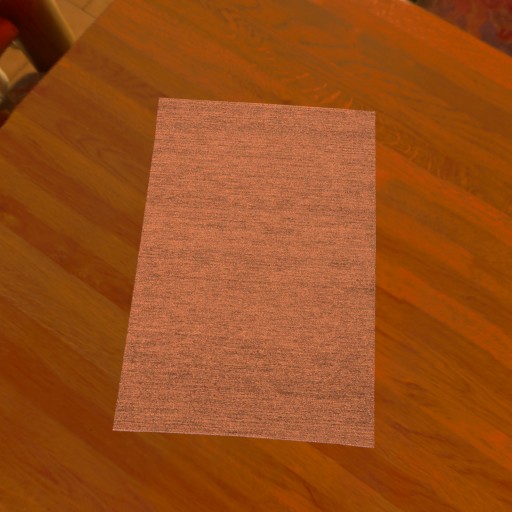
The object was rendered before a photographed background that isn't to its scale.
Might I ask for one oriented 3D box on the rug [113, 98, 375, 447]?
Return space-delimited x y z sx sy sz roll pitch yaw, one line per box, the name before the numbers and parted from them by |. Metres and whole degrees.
rug | 0.000 0.000 3.007 1.616 0.030 2.338 4 76 1
